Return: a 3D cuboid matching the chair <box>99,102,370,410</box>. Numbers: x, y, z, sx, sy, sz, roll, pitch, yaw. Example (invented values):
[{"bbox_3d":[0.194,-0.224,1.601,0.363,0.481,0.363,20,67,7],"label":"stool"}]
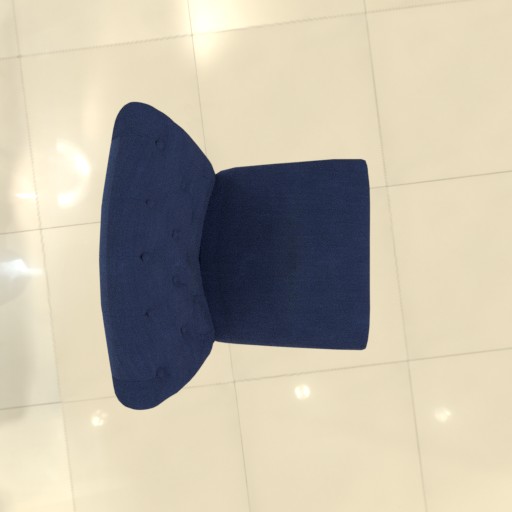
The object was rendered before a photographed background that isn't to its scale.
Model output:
[{"bbox_3d":[0.000,0.000,1.196,0.606,0.753,0.585,0,90,0],"label":"chair"}]
